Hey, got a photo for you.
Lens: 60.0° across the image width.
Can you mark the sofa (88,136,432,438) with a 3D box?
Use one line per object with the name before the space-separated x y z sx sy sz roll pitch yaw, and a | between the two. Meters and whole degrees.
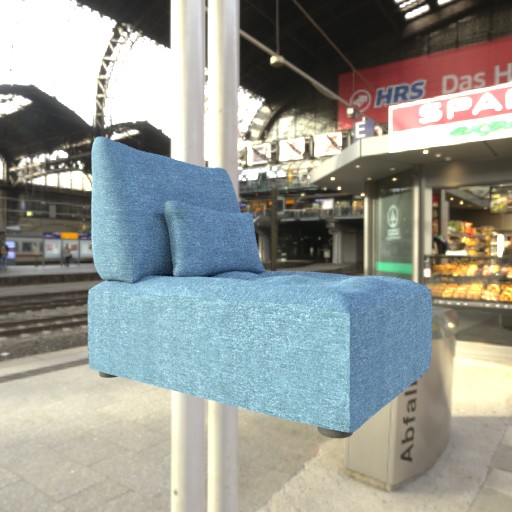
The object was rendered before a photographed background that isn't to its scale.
sofa | 0.000 0.000 1.538 1.000 0.820 0.700 0 1 35
